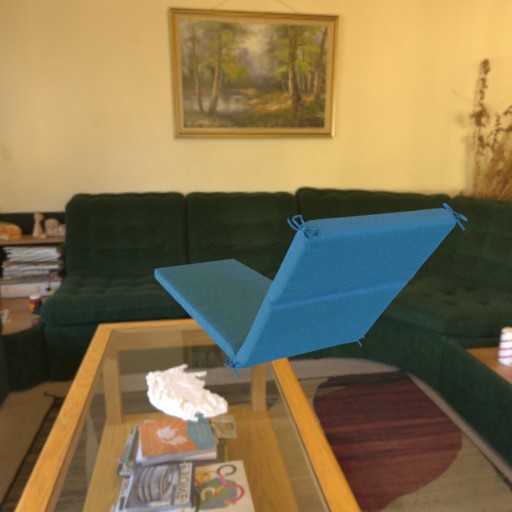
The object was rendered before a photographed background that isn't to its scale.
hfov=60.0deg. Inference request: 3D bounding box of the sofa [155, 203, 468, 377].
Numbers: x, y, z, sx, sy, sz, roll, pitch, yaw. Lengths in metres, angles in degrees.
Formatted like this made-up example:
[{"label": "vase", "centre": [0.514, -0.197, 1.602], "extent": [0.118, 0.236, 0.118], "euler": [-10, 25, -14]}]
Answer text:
[{"label": "sofa", "centre": [0.000, 0.000, 1.939], "extent": [0.582, 0.622, 1.663], "euler": [-7, 16, -26]}]
